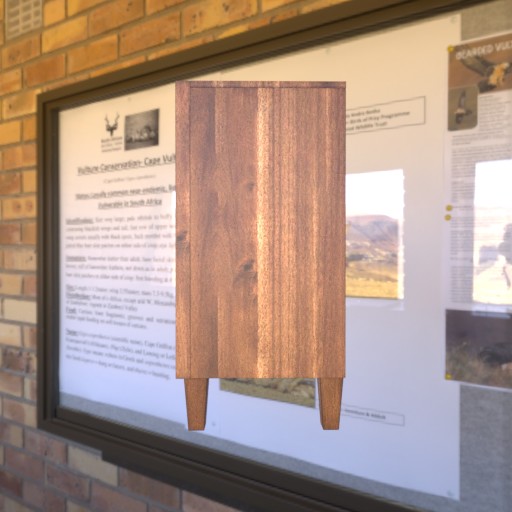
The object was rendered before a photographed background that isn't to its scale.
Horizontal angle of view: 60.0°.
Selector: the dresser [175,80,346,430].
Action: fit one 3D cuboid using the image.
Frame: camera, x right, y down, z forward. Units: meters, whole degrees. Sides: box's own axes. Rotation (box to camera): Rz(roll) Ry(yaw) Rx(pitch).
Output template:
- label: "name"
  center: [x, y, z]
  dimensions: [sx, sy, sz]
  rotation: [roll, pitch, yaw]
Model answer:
- label: "dresser"
  center: [0.000, 0.000, 1.813]
  dimensions: [0.438, 0.892, 1.387]
  rotation: [0, 0, -1]
